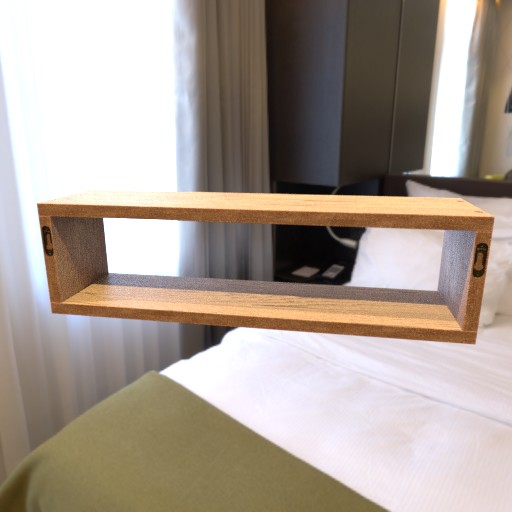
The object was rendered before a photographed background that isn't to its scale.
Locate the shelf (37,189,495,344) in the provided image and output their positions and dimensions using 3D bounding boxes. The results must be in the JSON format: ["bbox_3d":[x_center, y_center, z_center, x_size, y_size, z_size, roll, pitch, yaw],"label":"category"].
[{"bbox_3d":[0.000,0.000,0.678,0.610,0.170,0.150,3,16,9],"label":"shelf"}]
